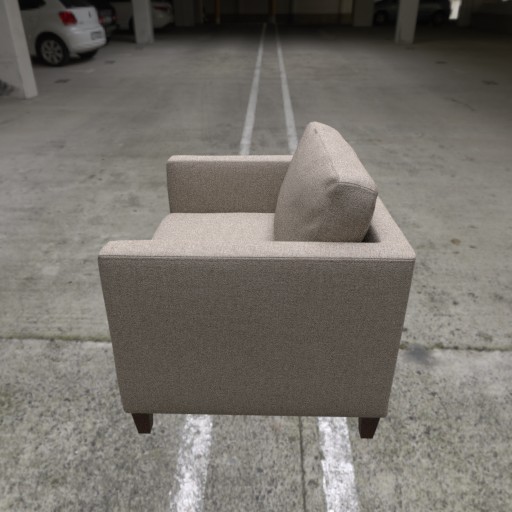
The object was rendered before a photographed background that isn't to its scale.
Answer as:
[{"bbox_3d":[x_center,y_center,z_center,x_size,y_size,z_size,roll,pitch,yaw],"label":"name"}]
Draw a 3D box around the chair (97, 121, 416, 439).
[{"bbox_3d":[0.000,0.000,1.849,0.959,0.961,1.107,1,27,1],"label":"chair"}]
